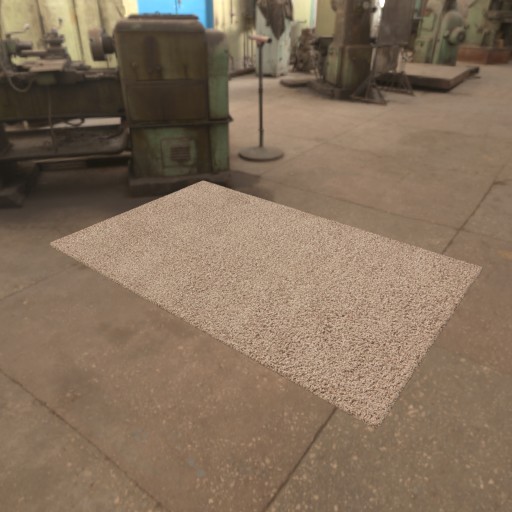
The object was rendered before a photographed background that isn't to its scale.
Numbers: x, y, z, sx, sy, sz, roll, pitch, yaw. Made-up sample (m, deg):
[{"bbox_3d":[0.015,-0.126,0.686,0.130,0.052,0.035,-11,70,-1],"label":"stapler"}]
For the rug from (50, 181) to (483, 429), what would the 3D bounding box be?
[{"bbox_3d":[0.000,0.000,2.920,2.438,0.030,1.524,22,37,32],"label":"rug"}]
